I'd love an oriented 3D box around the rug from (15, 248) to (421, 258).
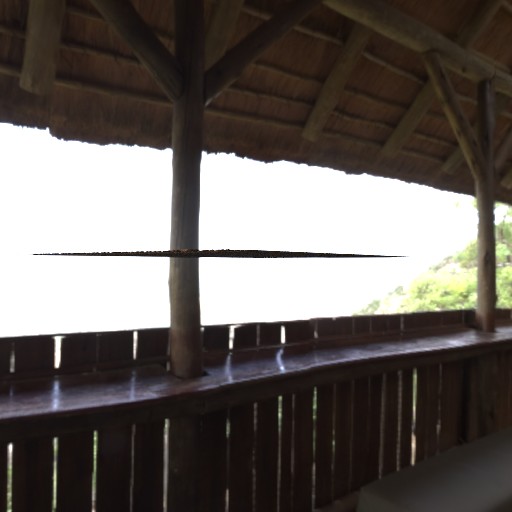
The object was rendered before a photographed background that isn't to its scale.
[{"bbox_3d":[0.000,0.000,2.979,1.516,0.010,2.434,-1,-1,35],"label":"rug"}]
